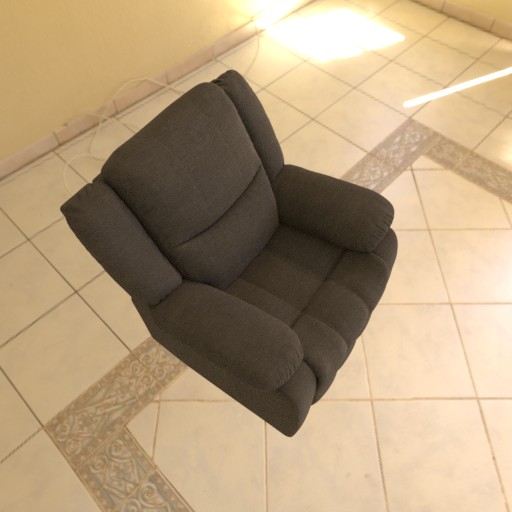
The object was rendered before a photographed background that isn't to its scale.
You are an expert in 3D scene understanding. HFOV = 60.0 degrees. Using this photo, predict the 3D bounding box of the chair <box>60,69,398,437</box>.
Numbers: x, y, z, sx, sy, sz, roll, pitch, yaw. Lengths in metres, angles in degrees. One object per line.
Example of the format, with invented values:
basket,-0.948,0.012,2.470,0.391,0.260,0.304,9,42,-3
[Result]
chair,0.000,0.000,1.701,0.944,1.008,0.899,30,62,18
